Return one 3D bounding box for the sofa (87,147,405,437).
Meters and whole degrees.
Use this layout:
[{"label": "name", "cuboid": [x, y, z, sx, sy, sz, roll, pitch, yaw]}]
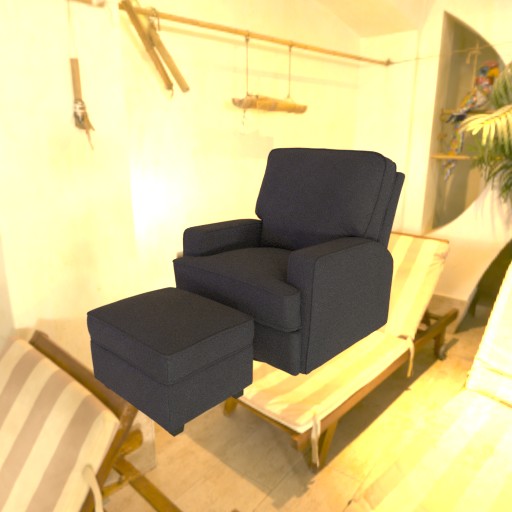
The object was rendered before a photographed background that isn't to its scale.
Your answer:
[{"label": "sofa", "cuboid": [0.000, 0.000, 2.088, 0.861, 0.959, 1.472, 14, 21, 41]}]
